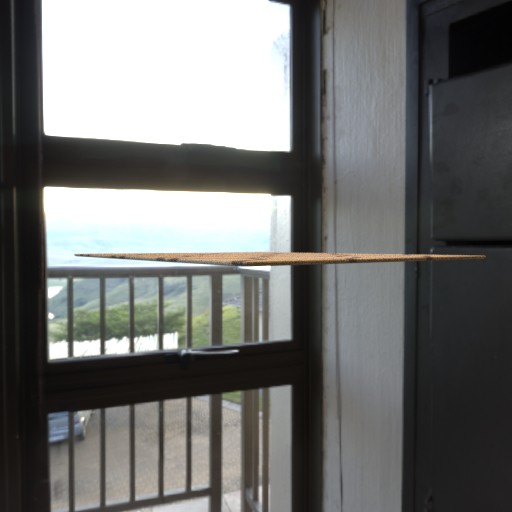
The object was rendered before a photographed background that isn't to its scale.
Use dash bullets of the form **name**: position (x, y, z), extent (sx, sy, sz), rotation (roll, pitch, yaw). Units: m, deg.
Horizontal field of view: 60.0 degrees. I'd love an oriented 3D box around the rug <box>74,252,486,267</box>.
- **rug**: position (0.000, 0.000, 4.029), extent (2.399, 0.026, 3.000), rotation (-1, 2, -37)
